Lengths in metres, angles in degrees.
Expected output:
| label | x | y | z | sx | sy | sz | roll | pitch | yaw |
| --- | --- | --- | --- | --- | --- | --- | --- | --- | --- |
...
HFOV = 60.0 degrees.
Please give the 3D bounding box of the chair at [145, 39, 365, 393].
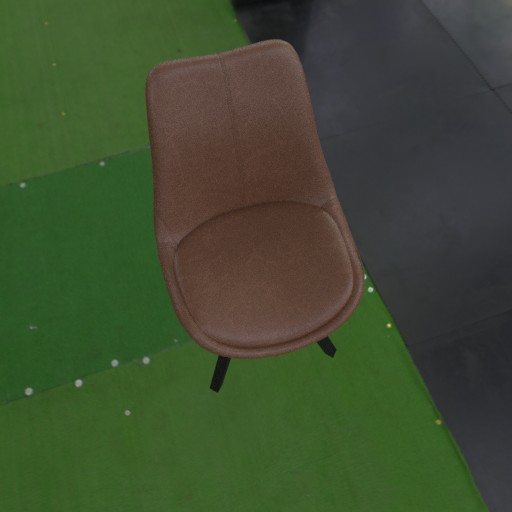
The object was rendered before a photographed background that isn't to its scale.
| label | x | y | z | sx | sy | sz | roll | pitch | yaw |
| --- | --- | --- | --- | --- | --- | --- | --- | --- | --- |
| chair | 0.000 | 0.000 | 1.158 | 0.475 | 0.850 | 0.550 | -15 | 64 | -7 |
